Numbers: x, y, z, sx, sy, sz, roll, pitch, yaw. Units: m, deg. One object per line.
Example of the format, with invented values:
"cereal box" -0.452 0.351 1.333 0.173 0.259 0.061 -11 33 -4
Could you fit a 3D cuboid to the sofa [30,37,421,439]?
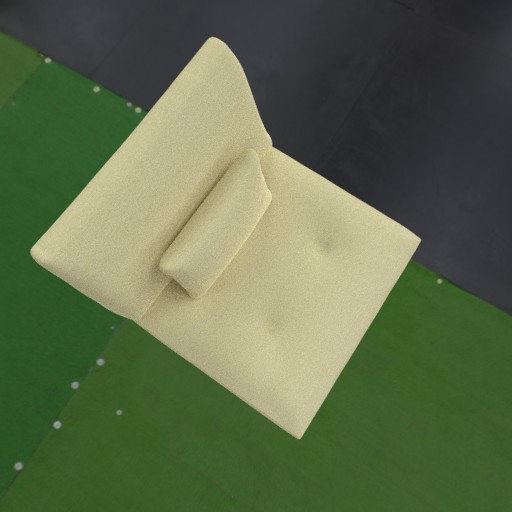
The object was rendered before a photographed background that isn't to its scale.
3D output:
"sofa" 0.000 0.000 1.654 1.000 0.820 0.930 33 78 8
